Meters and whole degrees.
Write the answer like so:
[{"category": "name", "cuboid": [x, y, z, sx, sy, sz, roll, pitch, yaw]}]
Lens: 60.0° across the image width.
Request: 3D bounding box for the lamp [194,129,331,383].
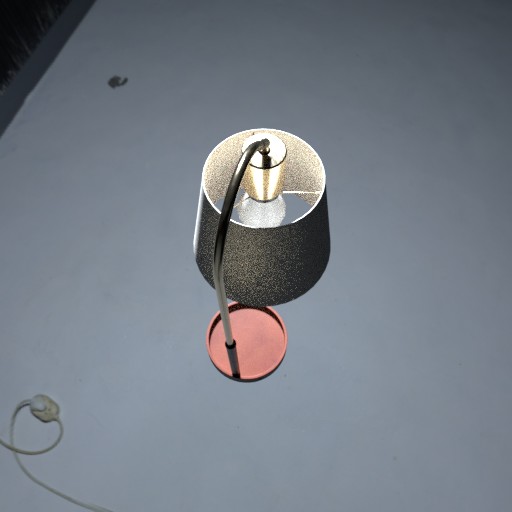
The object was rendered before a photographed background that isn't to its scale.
[{"category": "lamp", "cuboid": [0.000, 0.000, 0.659, 0.211, 0.536, 0.273, 16, 64, 8]}]
